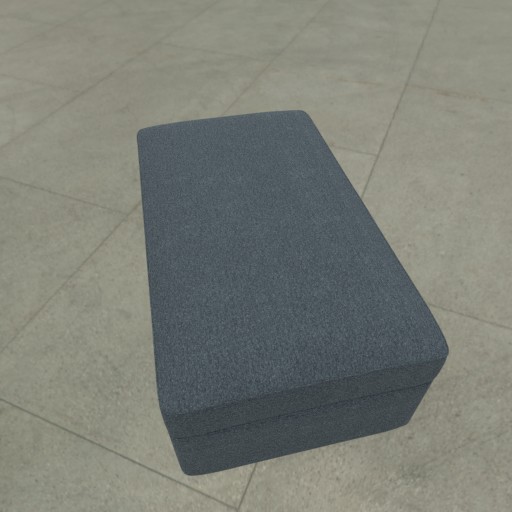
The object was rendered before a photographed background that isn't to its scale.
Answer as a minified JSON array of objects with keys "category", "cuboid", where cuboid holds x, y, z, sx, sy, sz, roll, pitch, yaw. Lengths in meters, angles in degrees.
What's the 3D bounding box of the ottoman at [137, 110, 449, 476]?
[{"category":"ottoman","cuboid":[0.000,0.000,1.489,0.681,0.494,1.173,-9,47,-9]}]
